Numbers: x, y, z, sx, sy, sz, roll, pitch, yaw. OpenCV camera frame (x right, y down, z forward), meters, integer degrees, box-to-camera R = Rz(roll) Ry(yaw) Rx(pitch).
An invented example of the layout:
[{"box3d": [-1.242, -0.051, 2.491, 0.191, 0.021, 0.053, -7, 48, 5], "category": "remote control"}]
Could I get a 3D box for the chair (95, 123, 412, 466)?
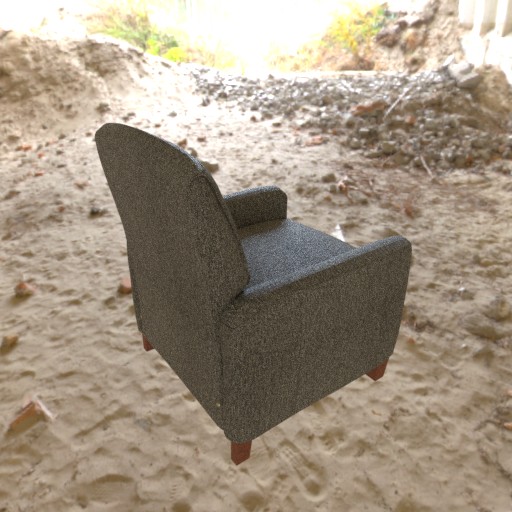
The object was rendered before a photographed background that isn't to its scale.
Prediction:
[{"box3d": [0.000, 0.000, 1.655, 0.864, 1.014, 0.848, -18, 32, -32], "category": "chair"}]
